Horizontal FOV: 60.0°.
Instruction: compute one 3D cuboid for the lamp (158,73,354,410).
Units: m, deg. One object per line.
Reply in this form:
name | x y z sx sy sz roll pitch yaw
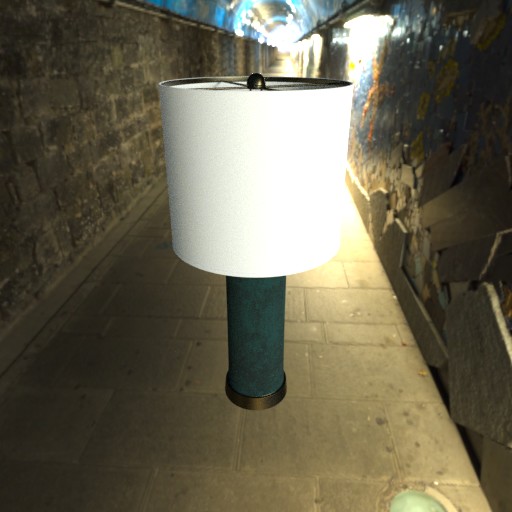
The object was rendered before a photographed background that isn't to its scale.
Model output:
lamp | 0.000 0.000 0.824 0.301 0.630 0.301 8 27 17
